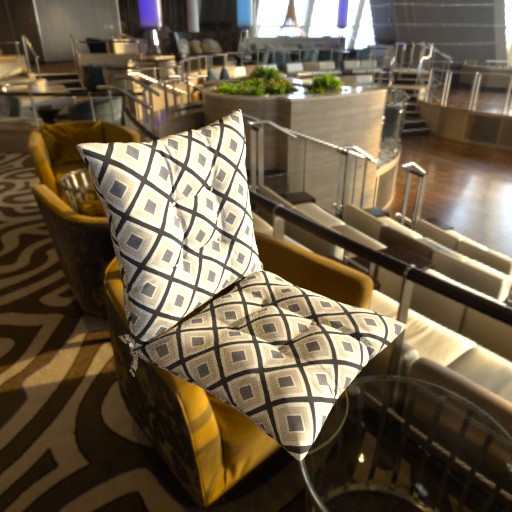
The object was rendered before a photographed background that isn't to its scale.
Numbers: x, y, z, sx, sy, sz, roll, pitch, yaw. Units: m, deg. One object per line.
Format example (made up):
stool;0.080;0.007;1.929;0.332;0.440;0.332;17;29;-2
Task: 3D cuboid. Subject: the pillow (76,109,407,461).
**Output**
pillow;0.000;0.000;1.013;0.585;0.536;0.541;19;33;33
